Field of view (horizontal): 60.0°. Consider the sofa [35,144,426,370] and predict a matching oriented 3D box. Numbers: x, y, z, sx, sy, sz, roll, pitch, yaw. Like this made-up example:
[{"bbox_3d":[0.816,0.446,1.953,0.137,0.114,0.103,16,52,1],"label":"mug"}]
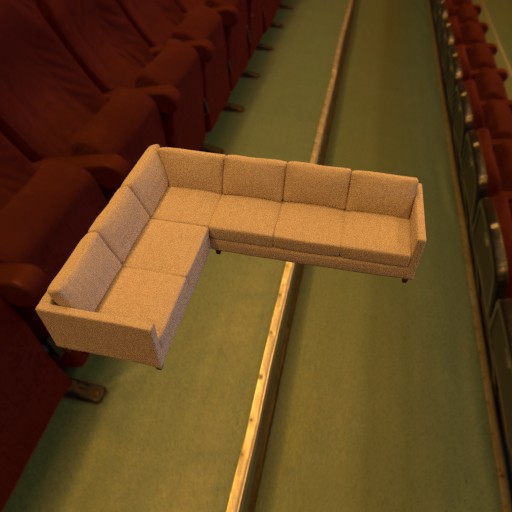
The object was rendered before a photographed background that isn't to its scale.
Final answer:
[{"bbox_3d":[0.000,0.000,4.373,3.182,0.863,2.432,9,46,8],"label":"sofa"}]
